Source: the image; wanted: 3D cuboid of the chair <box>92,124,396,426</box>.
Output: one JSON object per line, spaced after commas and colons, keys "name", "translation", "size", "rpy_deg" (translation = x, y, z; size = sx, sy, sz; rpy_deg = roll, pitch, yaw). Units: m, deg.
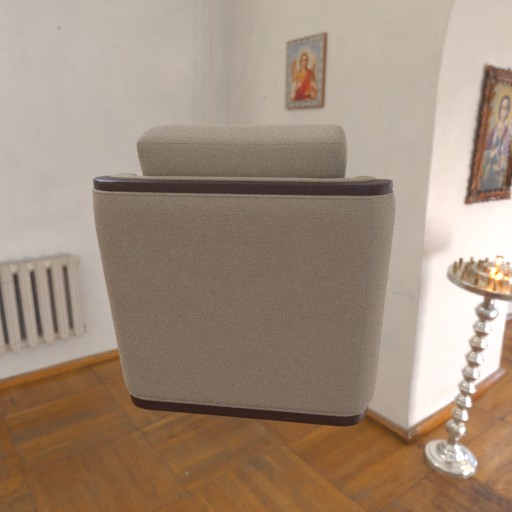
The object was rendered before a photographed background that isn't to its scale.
{"name": "chair", "translation": [0.000, 0.000, 1.651], "size": [0.870, 0.930, 0.950], "rpy_deg": [2, 15, 8]}
